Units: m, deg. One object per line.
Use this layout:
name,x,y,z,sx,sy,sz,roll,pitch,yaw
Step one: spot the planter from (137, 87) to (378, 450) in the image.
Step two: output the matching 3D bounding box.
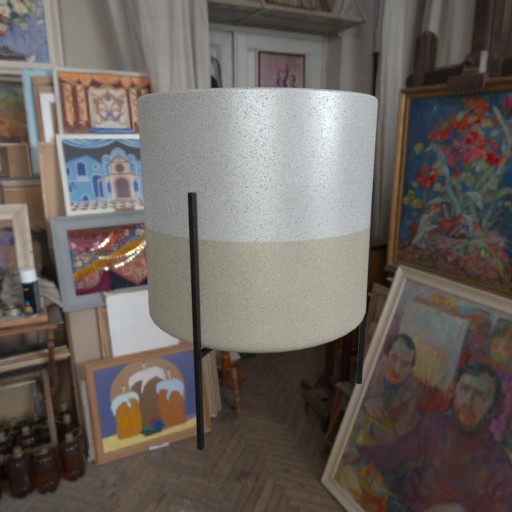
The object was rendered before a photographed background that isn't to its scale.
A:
planter,0.000,0.000,0.730,0.359,0.484,0.368,7,16,25
